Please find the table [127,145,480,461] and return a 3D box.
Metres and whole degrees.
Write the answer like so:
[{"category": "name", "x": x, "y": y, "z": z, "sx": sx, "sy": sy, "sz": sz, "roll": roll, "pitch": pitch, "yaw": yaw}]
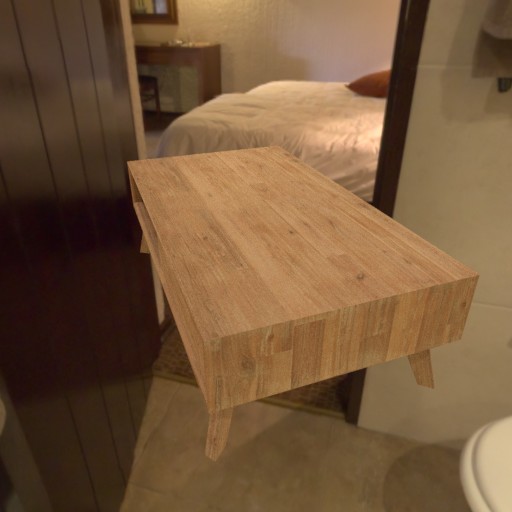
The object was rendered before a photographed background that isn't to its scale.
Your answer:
[{"category": "table", "x": 0.000, "y": 0.000, "z": 2.058, "sx": 0.918, "sy": 0.531, "sz": 1.619, "roll": -11, "pitch": 31, "yaw": -18}]
